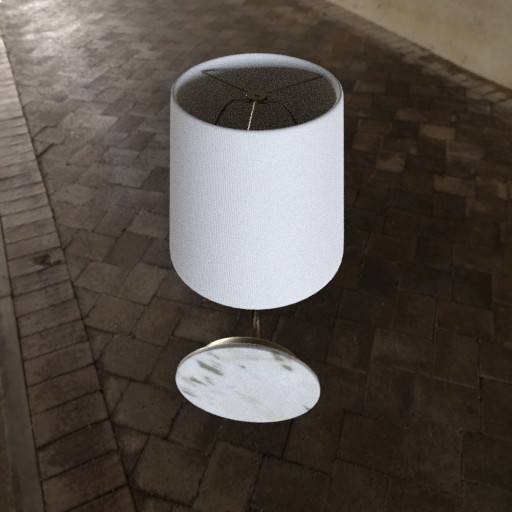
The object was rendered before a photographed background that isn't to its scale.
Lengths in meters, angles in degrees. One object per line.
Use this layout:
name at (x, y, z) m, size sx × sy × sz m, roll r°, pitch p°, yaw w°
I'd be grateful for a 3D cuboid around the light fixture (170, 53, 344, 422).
light fixture at (0.000, 0.000, 0.439) m, size 0.168 × 0.337 × 0.188 m, roll 4°, pitch 45°, yaw 4°
